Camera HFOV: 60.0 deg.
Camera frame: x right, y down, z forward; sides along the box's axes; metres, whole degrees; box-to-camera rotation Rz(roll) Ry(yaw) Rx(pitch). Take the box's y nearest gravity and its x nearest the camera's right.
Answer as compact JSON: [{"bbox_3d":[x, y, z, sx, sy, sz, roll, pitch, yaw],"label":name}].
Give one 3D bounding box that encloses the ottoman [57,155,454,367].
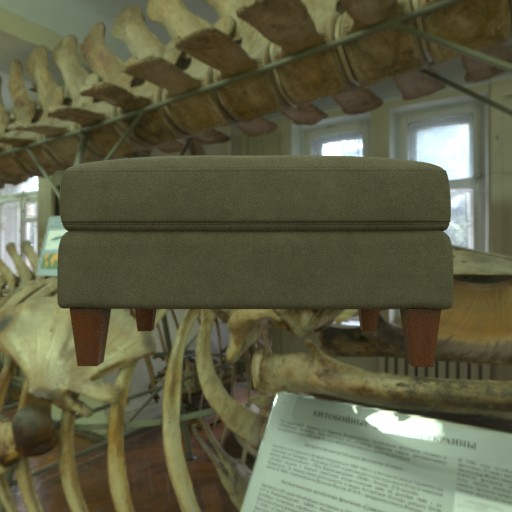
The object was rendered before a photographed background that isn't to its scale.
[{"bbox_3d":[0.000,0.000,1.214,0.864,0.483,0.584,0,0,1],"label":"ottoman"}]
